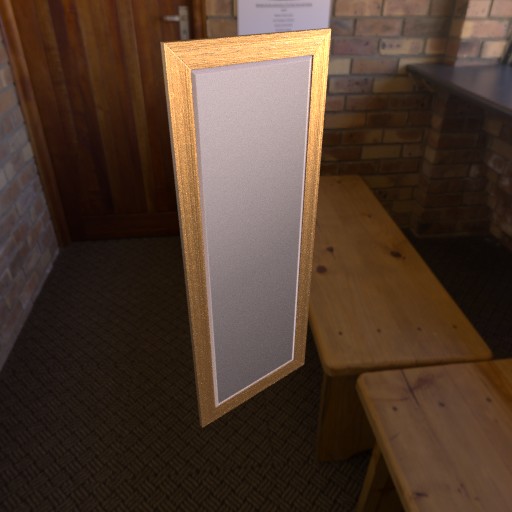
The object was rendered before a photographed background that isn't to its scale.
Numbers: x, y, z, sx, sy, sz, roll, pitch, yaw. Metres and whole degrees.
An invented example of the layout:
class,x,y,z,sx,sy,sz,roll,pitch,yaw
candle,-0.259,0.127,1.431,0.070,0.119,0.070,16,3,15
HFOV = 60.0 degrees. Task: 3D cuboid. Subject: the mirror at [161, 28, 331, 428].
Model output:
class,x,y,z,sx,sy,sz,roll,pitch,yaw
mirror,0.000,0.000,2.261,0.812,2.031,0.025,-23,39,-32
